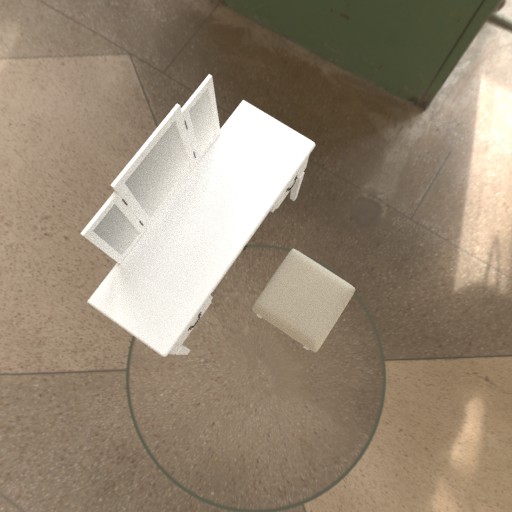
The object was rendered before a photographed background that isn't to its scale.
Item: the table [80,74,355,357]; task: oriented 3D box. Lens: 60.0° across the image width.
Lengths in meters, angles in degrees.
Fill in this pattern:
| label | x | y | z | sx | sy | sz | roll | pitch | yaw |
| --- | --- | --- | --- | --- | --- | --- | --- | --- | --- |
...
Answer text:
| label | x | y | z | sx | sy | sz | roll | pitch | yaw |
| --- | --- | --- | --- | --- | --- | --- | --- | --- | --- |
| table | 0.000 | 0.000 | 2.349 | 1.115 | 1.310 | 1.369 | 33 | 78 | 8 |
